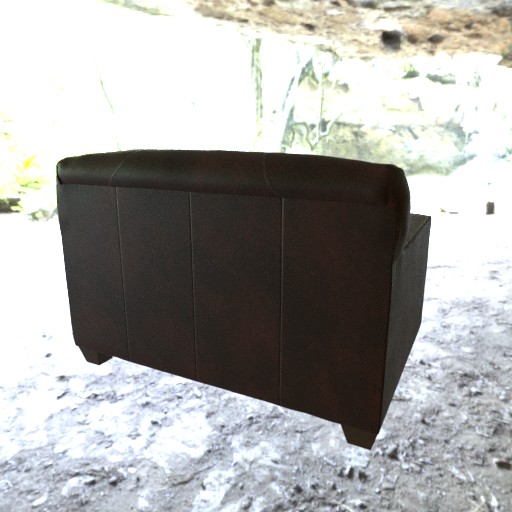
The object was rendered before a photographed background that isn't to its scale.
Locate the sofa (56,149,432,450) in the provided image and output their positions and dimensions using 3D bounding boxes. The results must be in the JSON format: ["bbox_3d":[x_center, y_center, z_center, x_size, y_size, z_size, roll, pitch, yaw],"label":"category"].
[{"bbox_3d":[0.000,0.000,2.009,1.413,0.956,1.000,8,17,26],"label":"sofa"}]
